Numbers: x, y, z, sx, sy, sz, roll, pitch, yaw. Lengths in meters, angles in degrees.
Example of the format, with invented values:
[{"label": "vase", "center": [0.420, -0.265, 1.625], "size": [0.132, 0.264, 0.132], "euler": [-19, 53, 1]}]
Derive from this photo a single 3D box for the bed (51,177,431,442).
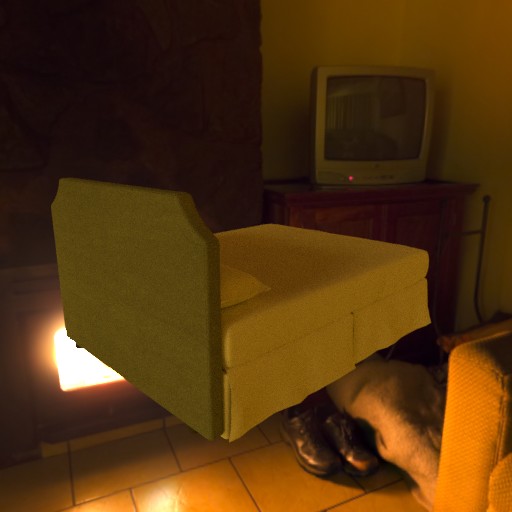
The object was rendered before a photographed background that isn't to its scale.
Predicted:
[{"label": "bed", "center": [0.000, 0.000, 3.591], "size": [2.464, 1.306, 1.977], "euler": [-14, 20, -43]}]
